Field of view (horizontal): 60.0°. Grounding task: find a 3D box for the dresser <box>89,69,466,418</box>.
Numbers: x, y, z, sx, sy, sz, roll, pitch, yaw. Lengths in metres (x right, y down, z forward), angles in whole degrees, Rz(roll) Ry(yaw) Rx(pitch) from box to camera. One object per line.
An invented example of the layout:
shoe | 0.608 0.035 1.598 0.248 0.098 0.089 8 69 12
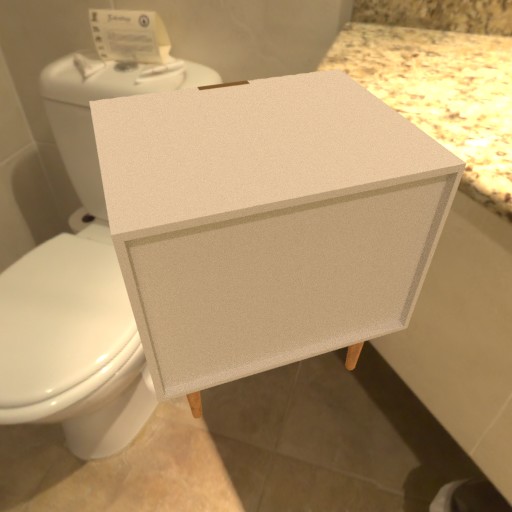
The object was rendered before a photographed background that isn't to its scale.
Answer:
dresser | 0.000 0.000 0.916 0.503 0.568 0.414 -13 44 -14
